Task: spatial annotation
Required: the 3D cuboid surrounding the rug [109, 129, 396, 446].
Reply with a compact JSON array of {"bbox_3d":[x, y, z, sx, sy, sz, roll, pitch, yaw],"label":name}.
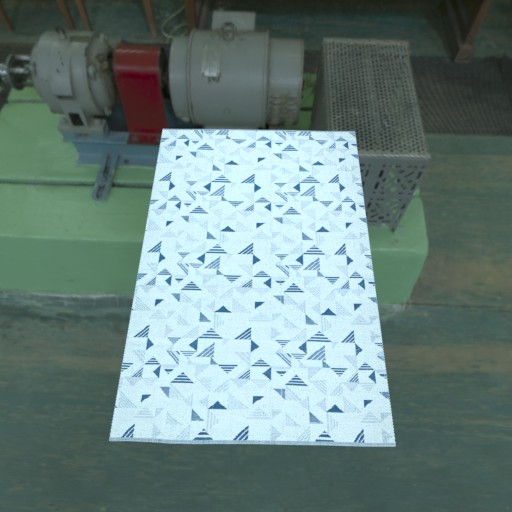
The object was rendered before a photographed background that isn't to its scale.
[{"bbox_3d":[0.000,0.000,2.320,1.206,0.003,1.835,1,60,1],"label":"rug"}]
